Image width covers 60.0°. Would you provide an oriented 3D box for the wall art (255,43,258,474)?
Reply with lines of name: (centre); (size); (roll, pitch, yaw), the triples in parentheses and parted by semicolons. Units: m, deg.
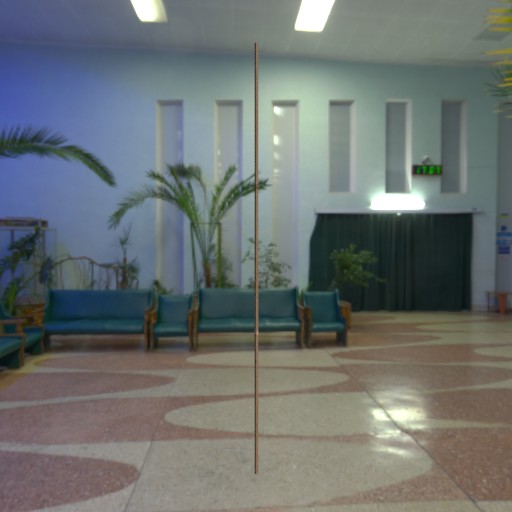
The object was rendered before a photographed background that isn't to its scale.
wall art: (0.000, 0.000, 2.325); (0.013, 1.525, 1.520); (0, 1, 0)
